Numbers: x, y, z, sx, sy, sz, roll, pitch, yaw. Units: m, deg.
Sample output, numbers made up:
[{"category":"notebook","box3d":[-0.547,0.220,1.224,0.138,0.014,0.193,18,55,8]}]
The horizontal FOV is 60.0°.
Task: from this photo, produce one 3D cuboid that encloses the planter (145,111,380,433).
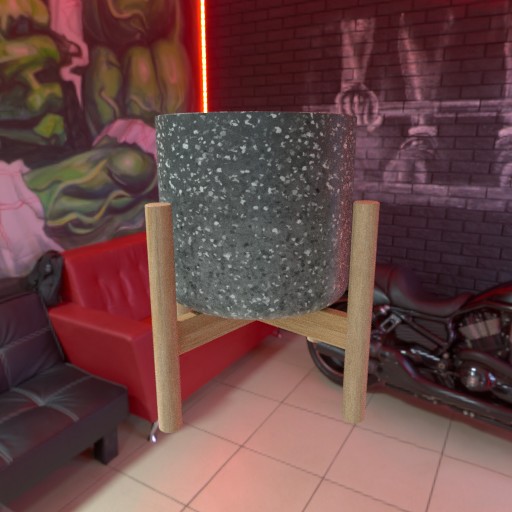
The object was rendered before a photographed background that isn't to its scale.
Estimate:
[{"category":"planter","box3d":[0.000,0.000,0.537,0.284,0.320,0.284,-7,16,-26]}]
